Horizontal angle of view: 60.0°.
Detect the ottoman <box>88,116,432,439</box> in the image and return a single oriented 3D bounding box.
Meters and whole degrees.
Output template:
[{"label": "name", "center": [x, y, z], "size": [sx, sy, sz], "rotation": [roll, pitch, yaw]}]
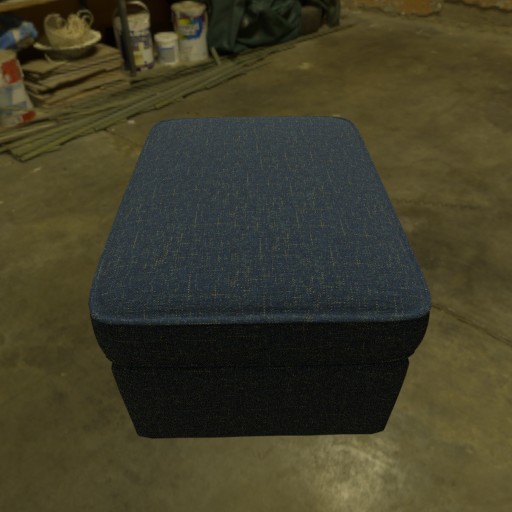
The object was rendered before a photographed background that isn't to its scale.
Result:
[{"label": "ottoman", "center": [0.000, 0.000, 1.049], "size": [0.549, 0.450, 0.749], "rotation": [-1, 41, -1]}]
